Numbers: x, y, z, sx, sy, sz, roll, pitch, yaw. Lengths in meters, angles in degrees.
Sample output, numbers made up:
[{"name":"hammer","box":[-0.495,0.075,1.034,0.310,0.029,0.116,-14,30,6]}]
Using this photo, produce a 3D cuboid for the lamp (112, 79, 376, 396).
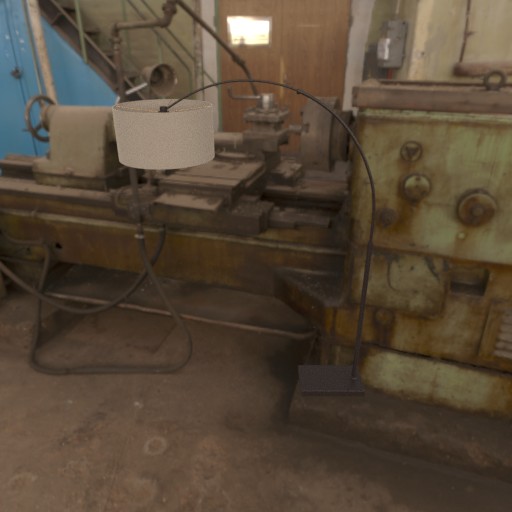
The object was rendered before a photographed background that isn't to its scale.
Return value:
[{"name":"lamp","box":[0.000,0.000,2.593,1.424,1.927,0.493,0,26,0]}]
